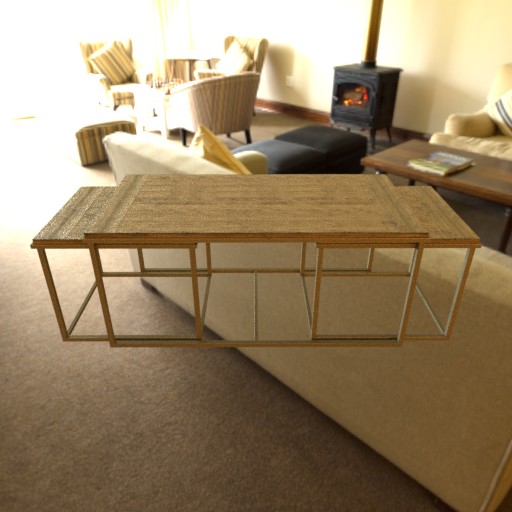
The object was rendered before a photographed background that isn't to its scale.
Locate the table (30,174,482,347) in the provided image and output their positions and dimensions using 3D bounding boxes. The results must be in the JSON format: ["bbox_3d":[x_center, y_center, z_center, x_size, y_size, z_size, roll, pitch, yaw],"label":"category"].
[{"bbox_3d":[0.000,0.000,1.554,1.312,0.427,0.489,0,30,0],"label":"table"}]
